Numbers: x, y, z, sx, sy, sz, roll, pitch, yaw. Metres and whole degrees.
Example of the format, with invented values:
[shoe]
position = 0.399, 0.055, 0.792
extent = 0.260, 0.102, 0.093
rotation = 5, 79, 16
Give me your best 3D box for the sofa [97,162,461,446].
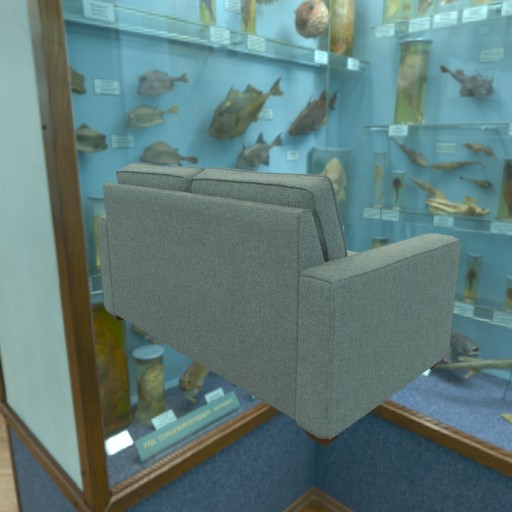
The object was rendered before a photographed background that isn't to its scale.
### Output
[sofa]
position = 0.000, 0.000, 2.266
extent = 0.945, 0.915, 1.706
rotation = -13, 19, -42
